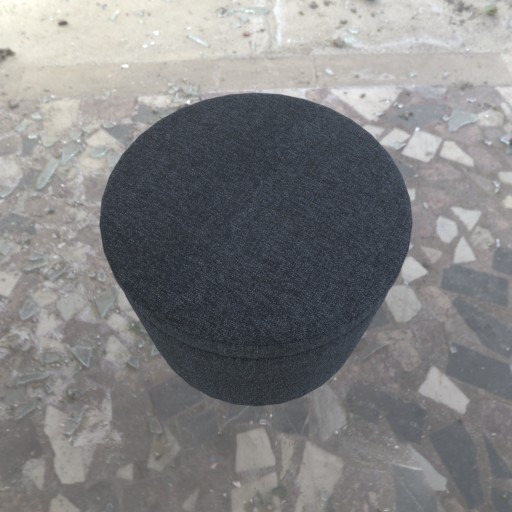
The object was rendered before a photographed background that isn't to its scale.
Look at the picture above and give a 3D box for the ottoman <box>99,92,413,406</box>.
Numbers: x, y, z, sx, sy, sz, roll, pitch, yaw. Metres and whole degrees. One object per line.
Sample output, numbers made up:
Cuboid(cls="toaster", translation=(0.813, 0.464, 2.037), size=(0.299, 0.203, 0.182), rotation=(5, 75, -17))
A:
Cuboid(cls="ottoman", translation=(0.000, 0.000, 0.873), size=(0.500, 0.419, 0.500), rotation=(0, 60, 0))
